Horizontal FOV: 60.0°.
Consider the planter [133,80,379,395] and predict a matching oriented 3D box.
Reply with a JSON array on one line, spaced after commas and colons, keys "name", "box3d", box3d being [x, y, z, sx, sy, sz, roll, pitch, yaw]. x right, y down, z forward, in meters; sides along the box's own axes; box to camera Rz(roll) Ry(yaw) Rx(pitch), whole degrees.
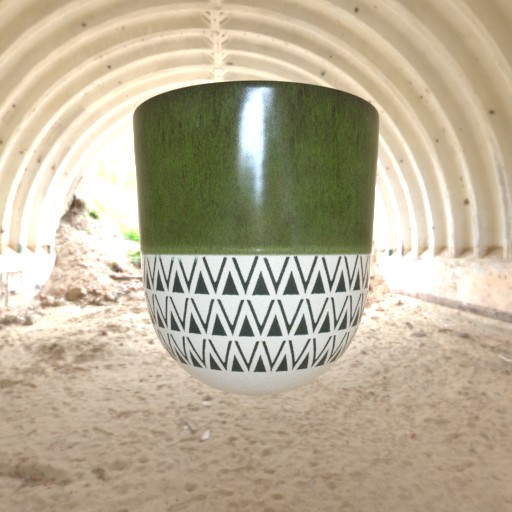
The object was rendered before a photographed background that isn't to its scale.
[{"name": "planter", "box3d": [0.000, 0.000, 0.459, 0.245, 0.270, 0.245, 0, 1, 0]}]
